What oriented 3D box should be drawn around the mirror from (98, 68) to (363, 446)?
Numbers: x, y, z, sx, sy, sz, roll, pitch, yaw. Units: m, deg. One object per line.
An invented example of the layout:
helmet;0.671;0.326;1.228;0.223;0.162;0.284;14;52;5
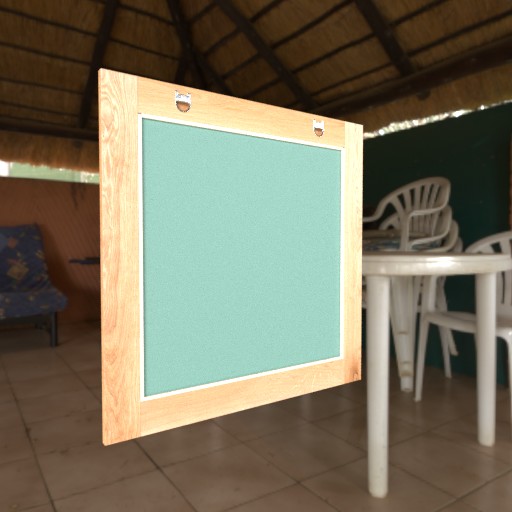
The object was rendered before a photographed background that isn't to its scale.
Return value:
mirror;0.000;0.000;1.173;0.800;0.800;0.020;-1;2;-35
